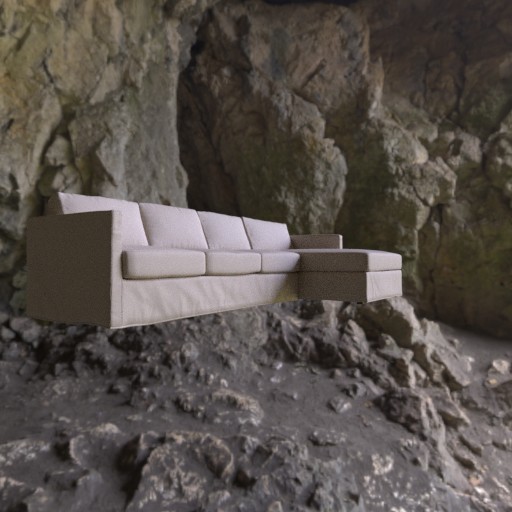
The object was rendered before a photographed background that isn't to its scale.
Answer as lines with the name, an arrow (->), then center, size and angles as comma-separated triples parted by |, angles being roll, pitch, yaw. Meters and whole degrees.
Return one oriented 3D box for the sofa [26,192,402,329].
sofa -> 0.000, 0.000, 3.866 | 1.622, 0.871, 3.206 | 0, -1, 35
